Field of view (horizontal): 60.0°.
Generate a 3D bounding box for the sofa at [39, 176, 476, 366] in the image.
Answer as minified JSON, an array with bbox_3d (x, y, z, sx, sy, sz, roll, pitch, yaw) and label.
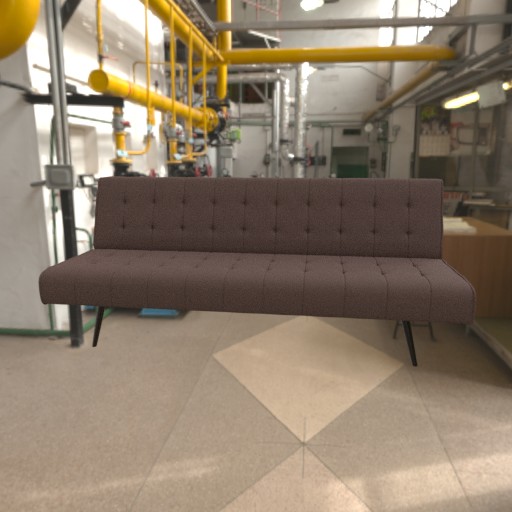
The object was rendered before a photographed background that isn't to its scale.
[{"bbox_3d":[0.000,0.000,2.052,1.703,0.699,0.747,2,13,8],"label":"sofa"}]
